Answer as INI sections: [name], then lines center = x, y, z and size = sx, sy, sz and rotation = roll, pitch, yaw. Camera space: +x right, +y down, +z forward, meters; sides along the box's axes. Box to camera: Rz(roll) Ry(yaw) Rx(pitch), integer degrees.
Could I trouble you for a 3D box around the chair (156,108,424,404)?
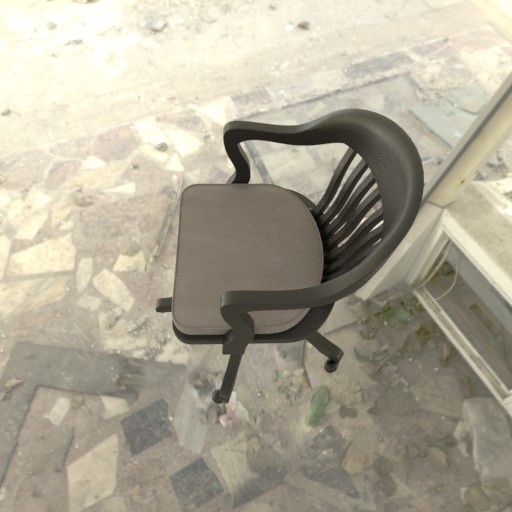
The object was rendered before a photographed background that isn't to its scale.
[chair]
center = 0.000, 0.000, 1.428
size = 0.788, 0.878, 0.750
rotation = -1, 59, -1
